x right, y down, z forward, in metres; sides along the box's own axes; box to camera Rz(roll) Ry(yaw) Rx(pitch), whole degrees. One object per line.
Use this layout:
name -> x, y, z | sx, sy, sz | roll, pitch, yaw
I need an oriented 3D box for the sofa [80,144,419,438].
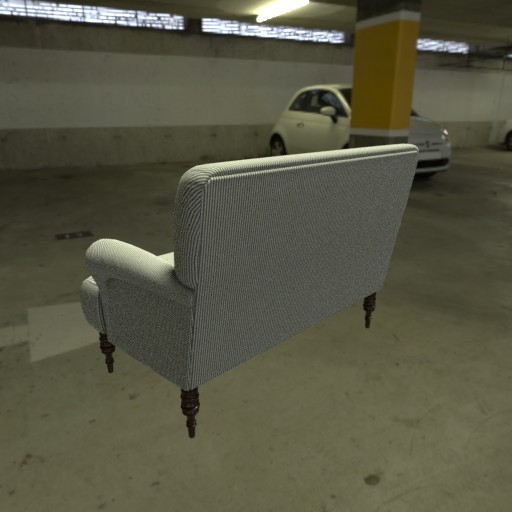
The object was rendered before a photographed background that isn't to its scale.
sofa -> 0.000, 0.000, 1.839 | 0.779, 0.889, 1.297 | 17, 25, 42
